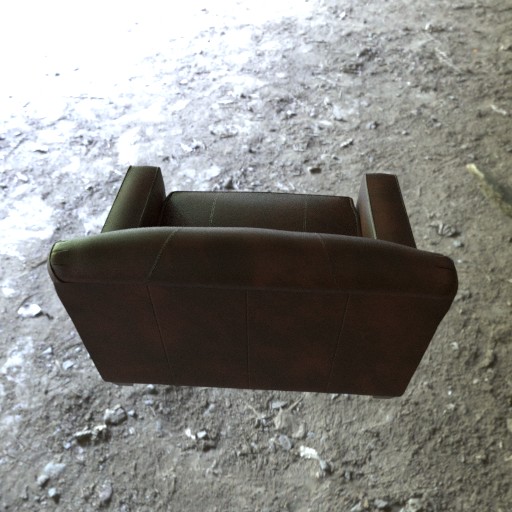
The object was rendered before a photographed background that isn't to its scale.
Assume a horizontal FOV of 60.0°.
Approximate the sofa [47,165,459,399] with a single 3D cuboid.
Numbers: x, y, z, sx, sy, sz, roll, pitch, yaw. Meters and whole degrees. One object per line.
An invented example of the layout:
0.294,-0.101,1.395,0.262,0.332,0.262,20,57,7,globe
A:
0.000,0.000,2.074,1.413,0.956,1.000,2,46,2,sofa
